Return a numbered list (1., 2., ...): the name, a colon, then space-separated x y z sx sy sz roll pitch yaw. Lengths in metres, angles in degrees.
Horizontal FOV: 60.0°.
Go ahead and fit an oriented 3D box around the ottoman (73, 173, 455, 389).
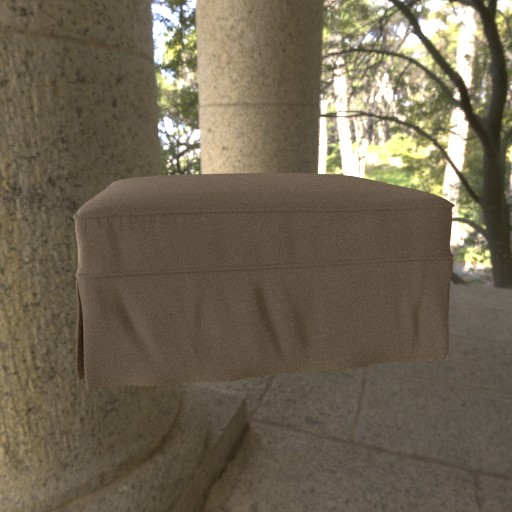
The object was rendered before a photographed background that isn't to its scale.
1. ottoman: 0.000 0.000 1.349 0.959 0.482 0.721 -3 15 -10
